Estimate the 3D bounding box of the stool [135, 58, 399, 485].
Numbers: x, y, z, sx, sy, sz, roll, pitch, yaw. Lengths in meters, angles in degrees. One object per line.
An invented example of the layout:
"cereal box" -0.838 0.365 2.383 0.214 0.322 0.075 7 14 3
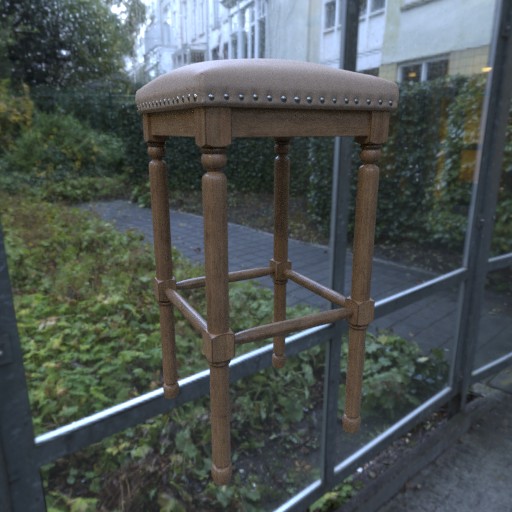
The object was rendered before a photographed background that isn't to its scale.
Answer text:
"stool" 0.000 0.000 0.949 0.382 0.768 0.383 -8 18 -27
